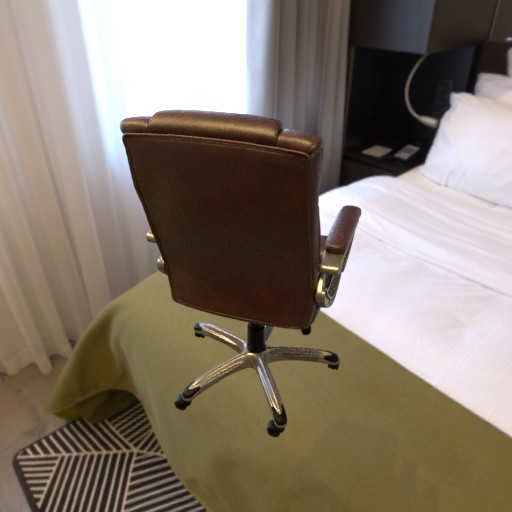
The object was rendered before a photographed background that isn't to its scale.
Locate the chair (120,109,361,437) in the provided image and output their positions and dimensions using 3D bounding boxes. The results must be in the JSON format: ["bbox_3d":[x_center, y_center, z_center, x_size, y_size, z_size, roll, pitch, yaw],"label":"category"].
[{"bbox_3d":[0.000,0.000,1.559,0.656,1.128,0.692,10,33,16],"label":"chair"}]
